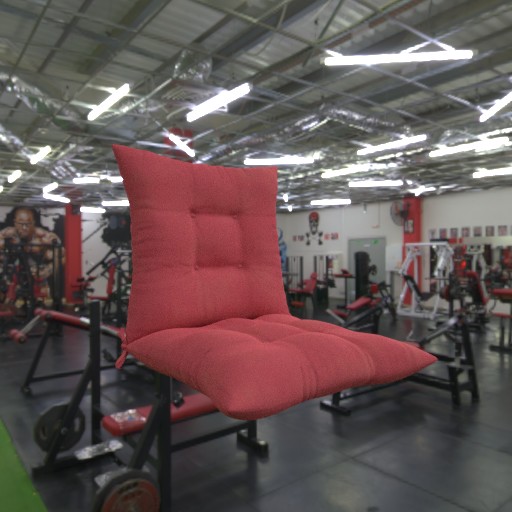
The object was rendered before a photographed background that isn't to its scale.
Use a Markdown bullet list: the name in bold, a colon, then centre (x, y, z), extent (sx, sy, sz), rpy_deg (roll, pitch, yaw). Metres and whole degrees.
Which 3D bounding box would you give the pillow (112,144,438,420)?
- **pillow**: centre (0.000, 0.000, 1.001), extent (0.541, 0.536, 0.585), rpy_deg (0, 1, -35)
